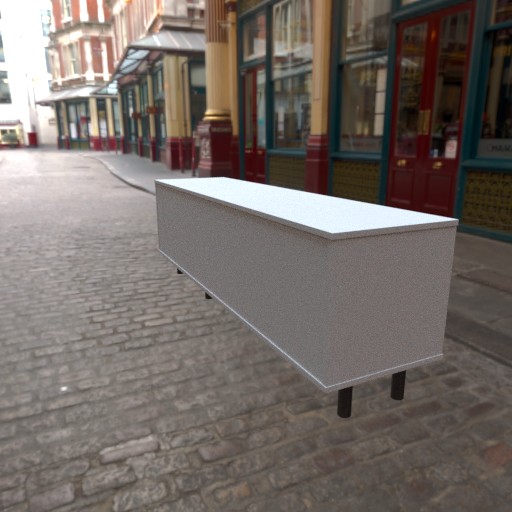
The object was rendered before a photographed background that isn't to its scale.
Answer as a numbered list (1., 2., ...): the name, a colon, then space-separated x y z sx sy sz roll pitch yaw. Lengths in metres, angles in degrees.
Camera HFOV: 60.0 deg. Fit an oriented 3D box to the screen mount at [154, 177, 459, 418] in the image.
1. screen mount: 0.000 0.000 1.828 0.418 0.520 1.600 -7 16 -26
